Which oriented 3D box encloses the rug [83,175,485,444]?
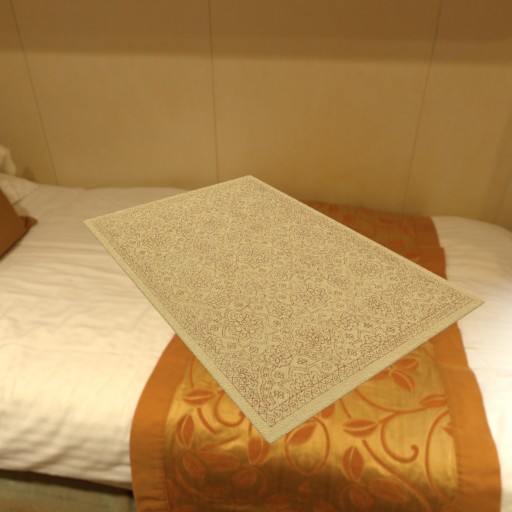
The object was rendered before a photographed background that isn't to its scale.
[{"bbox_3d":[0.000,0.000,2.308,1.219,0.010,1.829,-21,38,-30],"label":"rug"}]
